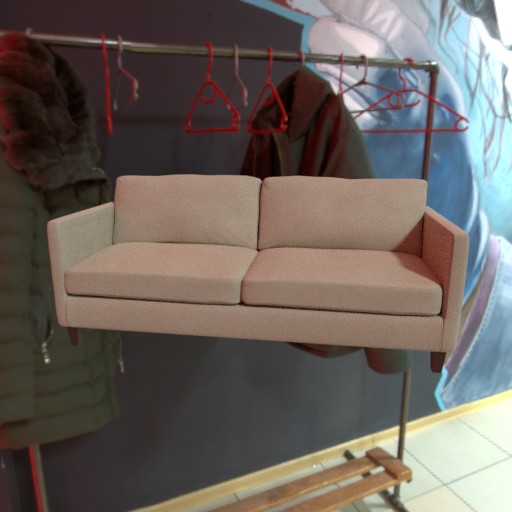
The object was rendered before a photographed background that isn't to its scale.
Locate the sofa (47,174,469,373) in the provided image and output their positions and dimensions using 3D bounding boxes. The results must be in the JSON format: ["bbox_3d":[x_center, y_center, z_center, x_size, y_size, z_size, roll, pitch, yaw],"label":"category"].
[{"bbox_3d":[0.000,0.000,2.706,2.181,0.932,0.948,2,15,8],"label":"sofa"}]
